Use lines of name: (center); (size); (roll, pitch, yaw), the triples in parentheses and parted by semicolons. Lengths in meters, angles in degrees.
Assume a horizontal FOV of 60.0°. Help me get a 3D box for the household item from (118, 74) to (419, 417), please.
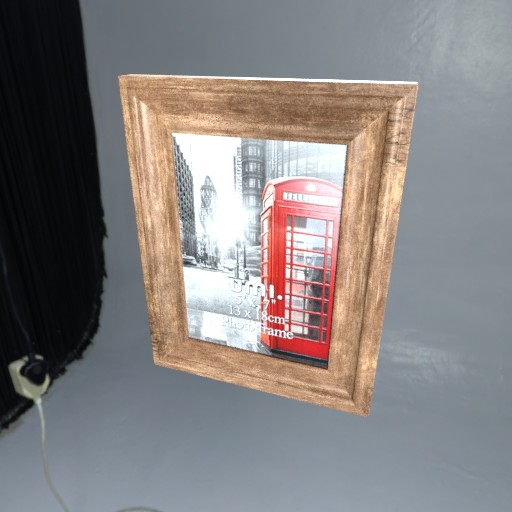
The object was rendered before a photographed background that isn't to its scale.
household item: (0.000, 0.000, 0.318); (0.186, 0.237, 0.018); (9, 27, 17)
